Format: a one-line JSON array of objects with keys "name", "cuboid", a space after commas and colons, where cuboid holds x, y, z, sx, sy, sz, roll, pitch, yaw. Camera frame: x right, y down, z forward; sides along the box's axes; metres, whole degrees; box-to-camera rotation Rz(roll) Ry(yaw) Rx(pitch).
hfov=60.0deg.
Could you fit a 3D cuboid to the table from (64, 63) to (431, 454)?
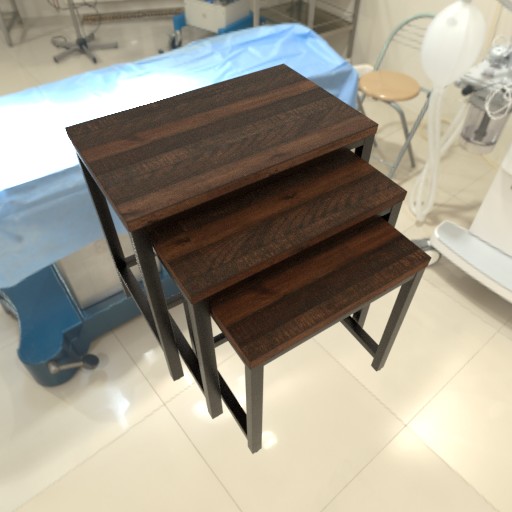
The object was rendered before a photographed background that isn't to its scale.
[{"name": "table", "cuboid": [0.000, 0.000, 1.152, 0.608, 0.616, 0.660, -25, 52, -22]}]
